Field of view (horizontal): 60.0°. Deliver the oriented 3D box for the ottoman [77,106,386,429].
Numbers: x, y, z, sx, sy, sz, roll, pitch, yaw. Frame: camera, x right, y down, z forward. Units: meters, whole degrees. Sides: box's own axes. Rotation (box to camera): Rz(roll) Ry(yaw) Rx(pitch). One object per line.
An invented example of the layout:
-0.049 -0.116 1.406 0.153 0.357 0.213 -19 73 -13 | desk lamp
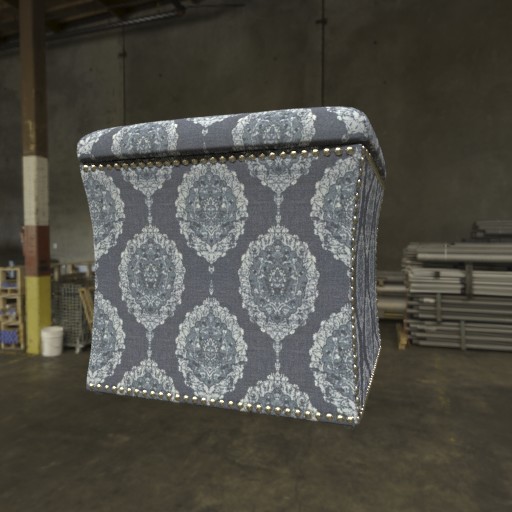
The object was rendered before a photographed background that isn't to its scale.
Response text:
0.000 0.000 0.902 0.497 0.475 0.507 1 2 19 | ottoman
